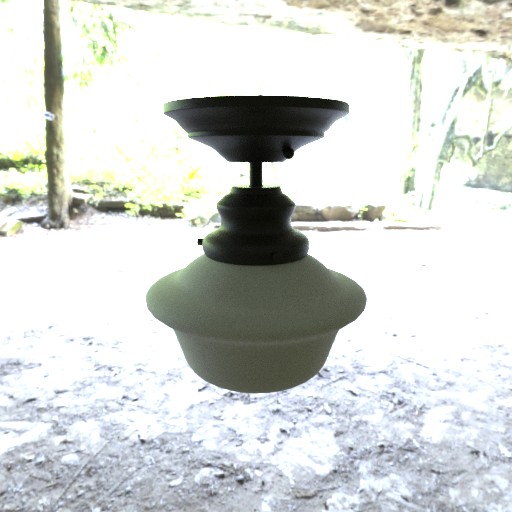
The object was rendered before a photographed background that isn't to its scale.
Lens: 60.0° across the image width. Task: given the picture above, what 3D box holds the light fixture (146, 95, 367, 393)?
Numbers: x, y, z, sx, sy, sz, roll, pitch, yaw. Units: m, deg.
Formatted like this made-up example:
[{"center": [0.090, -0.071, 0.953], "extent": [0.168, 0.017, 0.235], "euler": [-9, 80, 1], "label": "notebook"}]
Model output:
[{"center": [0.000, 0.000, 0.395], "extent": [0.197, 0.254, 0.197], "euler": [0, 13, 0], "label": "light fixture"}]
